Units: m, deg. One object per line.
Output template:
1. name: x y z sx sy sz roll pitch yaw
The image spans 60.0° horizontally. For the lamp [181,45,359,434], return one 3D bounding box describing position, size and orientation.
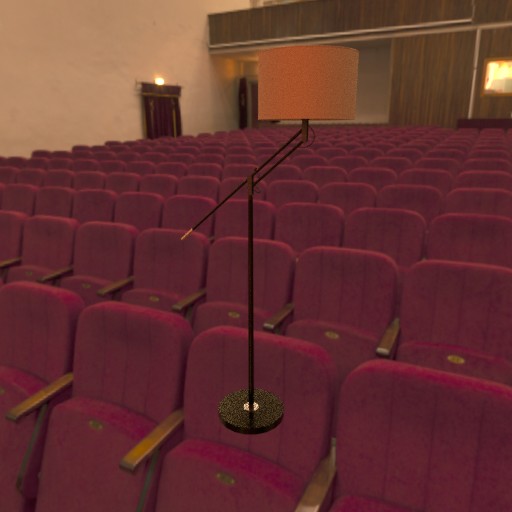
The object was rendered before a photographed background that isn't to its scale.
1. lamp: 0.000 0.000 1.972 0.809 1.635 0.373 8 18 26
